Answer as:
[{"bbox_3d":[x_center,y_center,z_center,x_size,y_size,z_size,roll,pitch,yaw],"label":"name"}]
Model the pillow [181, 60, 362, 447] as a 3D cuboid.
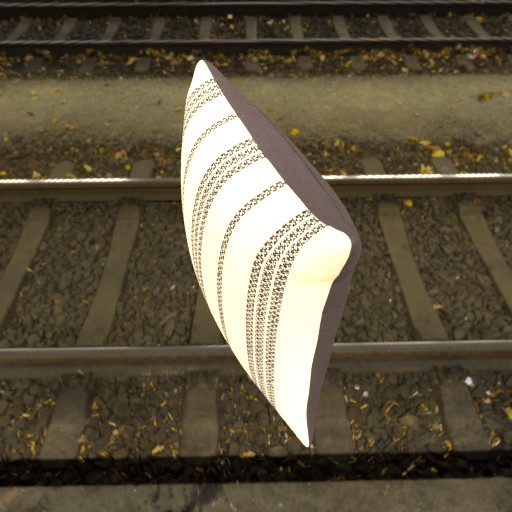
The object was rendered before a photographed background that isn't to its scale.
[{"bbox_3d":[0.000,0.000,0.628,0.173,0.406,0.405,-16,48,-16],"label":"pillow"}]
